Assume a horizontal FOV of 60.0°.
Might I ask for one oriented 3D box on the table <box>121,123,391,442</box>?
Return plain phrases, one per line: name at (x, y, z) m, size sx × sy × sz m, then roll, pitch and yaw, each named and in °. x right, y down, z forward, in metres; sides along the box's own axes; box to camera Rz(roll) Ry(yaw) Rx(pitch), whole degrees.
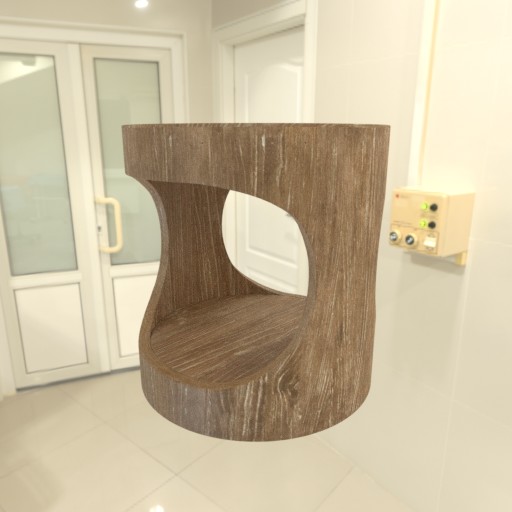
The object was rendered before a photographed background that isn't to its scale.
table at (0.000, 0.000, 0.978) m, size 0.527 × 0.551 × 0.527 m, roll 0°, pitch 15°, yaw 0°
